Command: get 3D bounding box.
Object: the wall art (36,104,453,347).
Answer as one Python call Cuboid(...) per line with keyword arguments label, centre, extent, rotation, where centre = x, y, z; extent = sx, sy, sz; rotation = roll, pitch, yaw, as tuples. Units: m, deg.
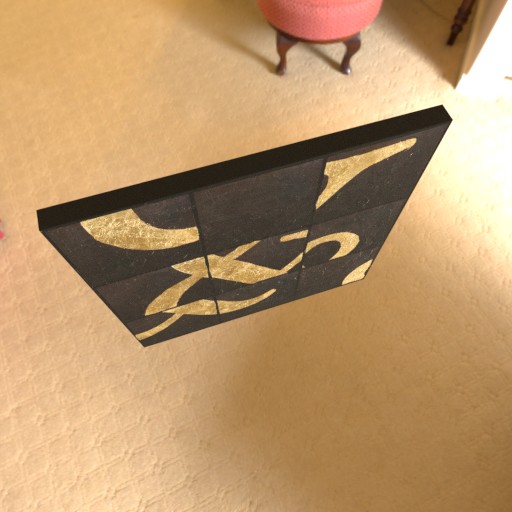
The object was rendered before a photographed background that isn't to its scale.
Cuboid(label="wall art", centre=(0.000, 0.000, 1.123), extent=(0.758, 0.758, 0.044), rotation=(-16, 65, -8))
